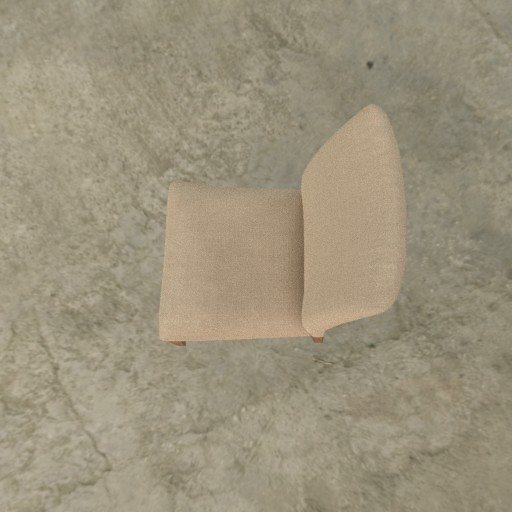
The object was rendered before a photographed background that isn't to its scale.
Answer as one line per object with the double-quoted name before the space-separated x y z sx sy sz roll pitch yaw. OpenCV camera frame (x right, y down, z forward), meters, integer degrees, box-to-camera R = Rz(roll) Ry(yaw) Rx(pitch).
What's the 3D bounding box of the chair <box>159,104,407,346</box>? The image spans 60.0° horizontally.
"chair" 0.000 0.000 1.307 0.585 0.940 0.496 1 76 0
